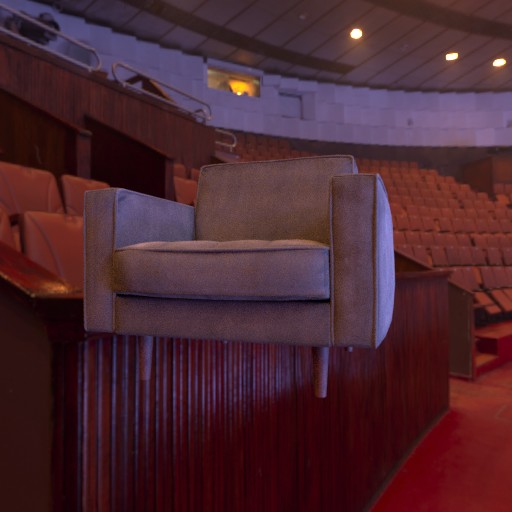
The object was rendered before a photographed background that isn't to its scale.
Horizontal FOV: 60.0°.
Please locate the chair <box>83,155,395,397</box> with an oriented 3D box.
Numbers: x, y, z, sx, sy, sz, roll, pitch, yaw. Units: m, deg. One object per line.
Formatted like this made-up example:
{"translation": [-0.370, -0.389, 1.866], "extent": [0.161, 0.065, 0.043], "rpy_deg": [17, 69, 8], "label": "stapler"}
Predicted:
{"translation": [0.000, 0.000, 1.562], "extent": [0.928, 0.773, 0.843], "rpy_deg": [0, -1, 18], "label": "chair"}
